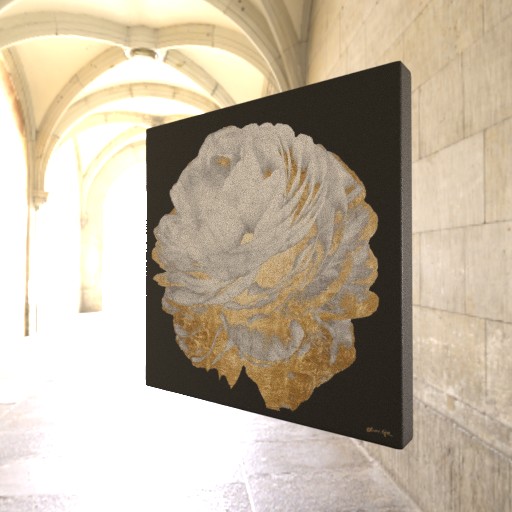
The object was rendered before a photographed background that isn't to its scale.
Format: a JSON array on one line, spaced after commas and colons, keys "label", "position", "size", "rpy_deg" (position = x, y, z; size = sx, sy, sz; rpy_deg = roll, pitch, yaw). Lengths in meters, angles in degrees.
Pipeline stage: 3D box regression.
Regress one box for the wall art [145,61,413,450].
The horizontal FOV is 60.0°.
[{"label": "wall art", "position": [0.000, 0.000, 0.596], "size": [0.406, 0.407, 0.041], "rpy_deg": [-1, -1, 36]}]
